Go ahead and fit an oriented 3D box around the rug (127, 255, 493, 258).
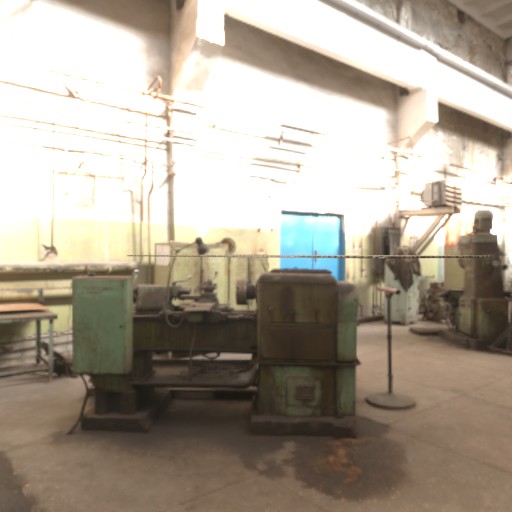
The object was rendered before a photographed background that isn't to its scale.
[{"bbox_3d":[0.000,0.000,2.474,0.686,0.008,2.286,0,0,-36],"label":"rug"}]
